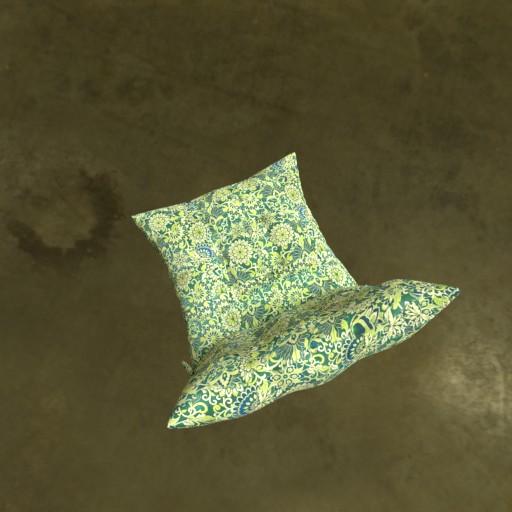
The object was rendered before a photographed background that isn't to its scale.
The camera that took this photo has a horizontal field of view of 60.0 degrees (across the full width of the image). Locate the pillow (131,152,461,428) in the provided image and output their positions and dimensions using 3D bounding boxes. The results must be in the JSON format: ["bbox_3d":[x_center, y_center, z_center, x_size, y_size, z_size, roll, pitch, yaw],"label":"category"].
[{"bbox_3d":[0.000,0.000,0.990,0.541,0.536,0.585,-23,77,-6],"label":"pillow"}]
